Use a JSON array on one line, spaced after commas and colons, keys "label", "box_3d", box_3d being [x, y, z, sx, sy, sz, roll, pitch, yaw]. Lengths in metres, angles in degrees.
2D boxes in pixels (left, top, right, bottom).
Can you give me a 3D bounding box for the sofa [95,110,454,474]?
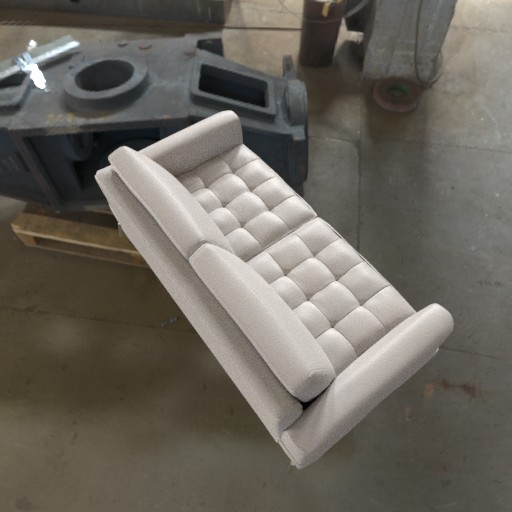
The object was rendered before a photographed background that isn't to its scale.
[{"label": "sofa", "box_3d": [0.000, 0.000, 2.728, 1.121, 0.930, 2.177, -32, 63, -19]}]
